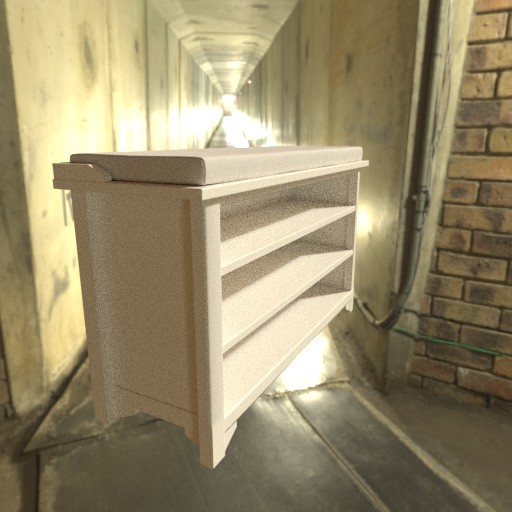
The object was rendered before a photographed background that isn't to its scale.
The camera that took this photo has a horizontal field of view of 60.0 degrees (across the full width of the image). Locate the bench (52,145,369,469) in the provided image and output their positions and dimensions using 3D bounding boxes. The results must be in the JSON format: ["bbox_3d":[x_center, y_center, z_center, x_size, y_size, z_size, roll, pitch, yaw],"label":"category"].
[{"bbox_3d":[0.000,0.000,1.247,0.346,0.589,0.987,8,17,27],"label":"bench"}]
